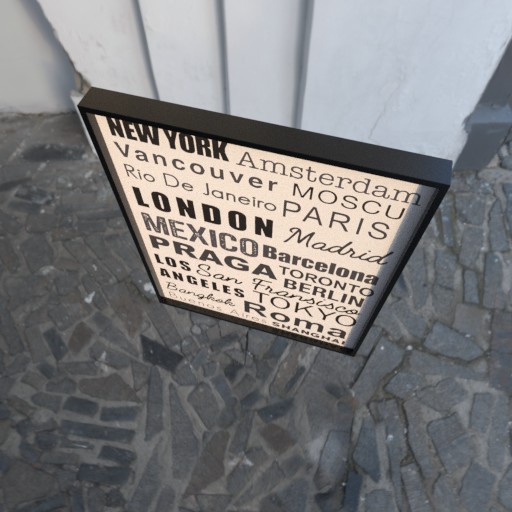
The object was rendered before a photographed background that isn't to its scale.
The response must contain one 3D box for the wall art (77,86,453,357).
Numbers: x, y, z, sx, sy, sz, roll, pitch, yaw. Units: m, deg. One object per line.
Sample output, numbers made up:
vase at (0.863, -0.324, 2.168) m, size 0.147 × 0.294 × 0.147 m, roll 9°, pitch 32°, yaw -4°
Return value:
wall art at (0.000, 0.000, 0.753) m, size 0.448 × 0.551 × 0.038 m, roll 14°, pitch 59°, yaw 9°
